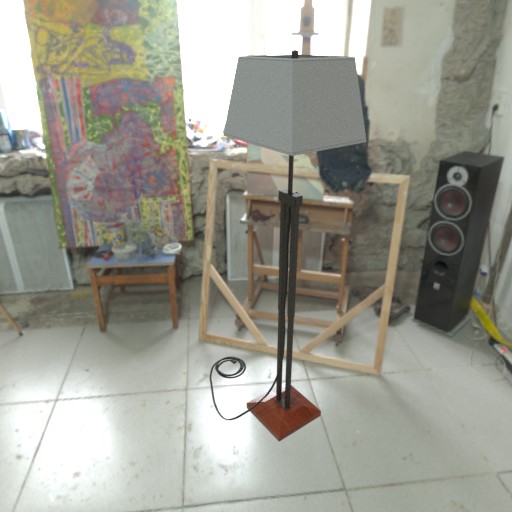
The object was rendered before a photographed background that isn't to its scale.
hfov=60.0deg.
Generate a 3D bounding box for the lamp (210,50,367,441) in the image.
[{"bbox_3d":[0.000,0.000,2.024,0.472,1.712,0.745,-18,31,-32],"label":"lamp"}]
